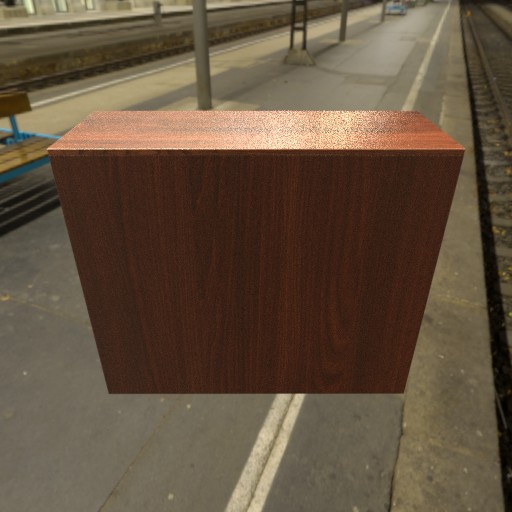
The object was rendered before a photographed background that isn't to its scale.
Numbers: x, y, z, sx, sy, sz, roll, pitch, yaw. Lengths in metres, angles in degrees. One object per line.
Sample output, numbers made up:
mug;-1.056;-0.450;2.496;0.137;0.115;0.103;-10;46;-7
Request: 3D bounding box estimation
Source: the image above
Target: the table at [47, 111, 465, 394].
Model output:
table;0.000;0.000;1.350;0.930;0.790;0.380;0;32;0
